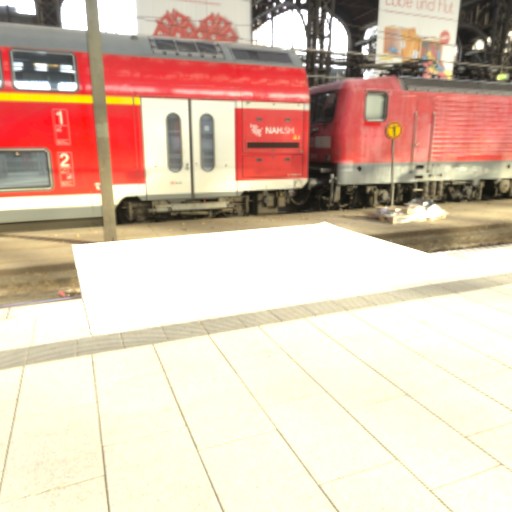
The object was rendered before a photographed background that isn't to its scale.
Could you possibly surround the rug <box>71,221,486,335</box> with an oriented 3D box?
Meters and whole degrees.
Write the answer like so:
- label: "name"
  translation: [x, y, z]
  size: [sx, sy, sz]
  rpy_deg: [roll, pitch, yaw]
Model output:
- label: "rug"
  translation: [0.000, 0.000, 3.851]
  size: [2.897, 0.035, 2.277]
  rpy_deg: [-6, 16, -23]
